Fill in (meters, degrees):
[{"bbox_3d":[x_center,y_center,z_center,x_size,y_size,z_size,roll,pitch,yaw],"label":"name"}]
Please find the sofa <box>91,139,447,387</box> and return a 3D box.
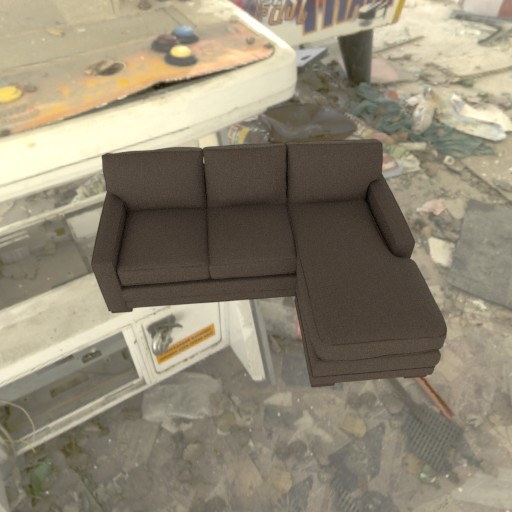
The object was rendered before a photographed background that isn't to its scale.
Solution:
[{"bbox_3d":[0.000,0.000,3.343,2.370,0.973,1.790,-4,46,-4],"label":"sofa"}]
